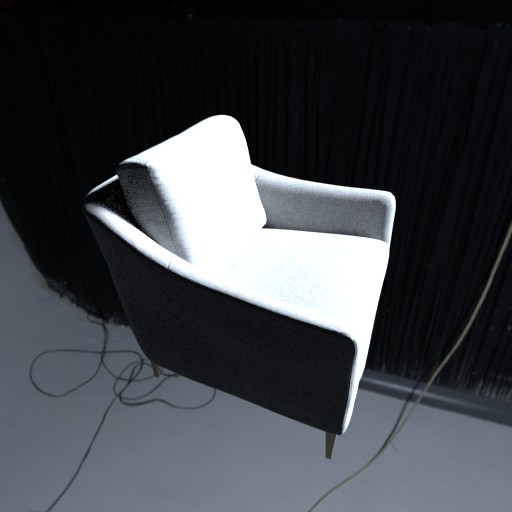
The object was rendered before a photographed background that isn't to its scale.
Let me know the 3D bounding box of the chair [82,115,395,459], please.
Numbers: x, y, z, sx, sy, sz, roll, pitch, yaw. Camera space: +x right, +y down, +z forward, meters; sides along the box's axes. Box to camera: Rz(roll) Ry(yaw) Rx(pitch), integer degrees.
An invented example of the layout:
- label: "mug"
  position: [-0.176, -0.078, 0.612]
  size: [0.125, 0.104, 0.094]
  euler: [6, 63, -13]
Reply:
- label: "chair"
  position: [0.000, 0.000, 1.721]
  size: [0.961, 0.902, 0.986]
  euler: [11, 33, 17]
